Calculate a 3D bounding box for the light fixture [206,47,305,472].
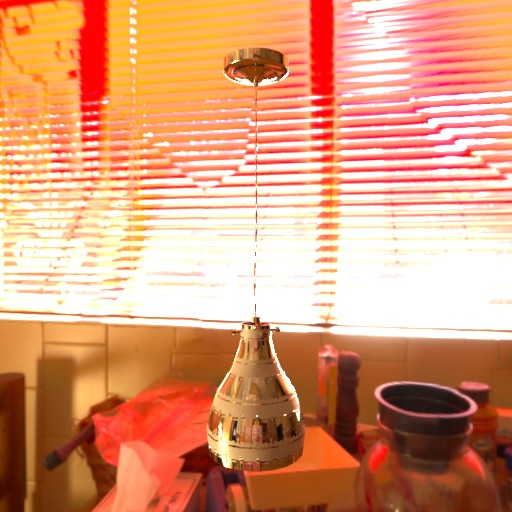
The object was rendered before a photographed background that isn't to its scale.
[{"bbox_3d":[0.000,0.000,1.673,0.374,1.457,0.374,0,0,-19],"label":"light fixture"}]
